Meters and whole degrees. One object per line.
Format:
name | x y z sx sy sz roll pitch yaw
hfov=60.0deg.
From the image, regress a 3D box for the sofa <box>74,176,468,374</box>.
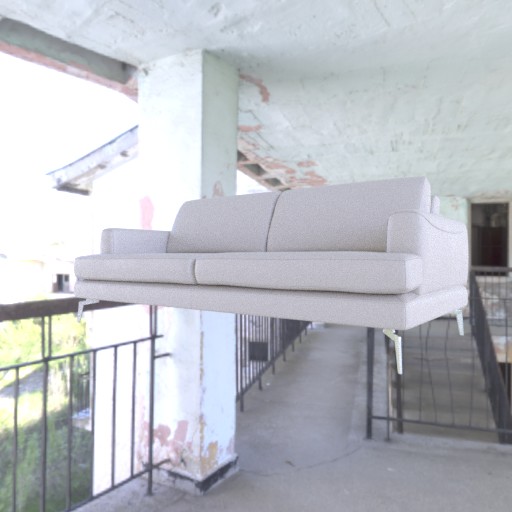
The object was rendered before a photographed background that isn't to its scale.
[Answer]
sofa | 0.000 0.000 2.365 1.940 0.765 0.974 0 0 37
